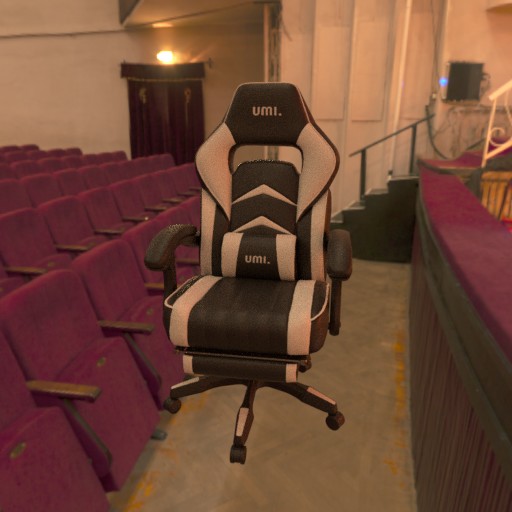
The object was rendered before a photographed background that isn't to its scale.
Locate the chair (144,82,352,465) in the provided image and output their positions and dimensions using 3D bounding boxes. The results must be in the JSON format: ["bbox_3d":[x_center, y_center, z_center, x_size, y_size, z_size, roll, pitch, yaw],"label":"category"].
[{"bbox_3d":[0.000,0.000,1.570,0.676,1.200,0.700,3,16,9],"label":"chair"}]
